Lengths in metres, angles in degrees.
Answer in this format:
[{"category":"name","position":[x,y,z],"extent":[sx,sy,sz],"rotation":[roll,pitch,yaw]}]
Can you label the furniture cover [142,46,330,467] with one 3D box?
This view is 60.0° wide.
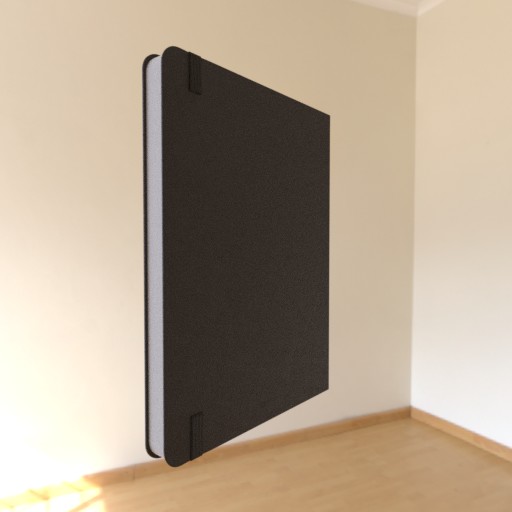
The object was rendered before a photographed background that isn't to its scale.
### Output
[{"category":"furniture cover","position":[0.000,0.000,0.376],"extent":[0.023,0.281,0.216],"rotation":[1,2,39]}]
